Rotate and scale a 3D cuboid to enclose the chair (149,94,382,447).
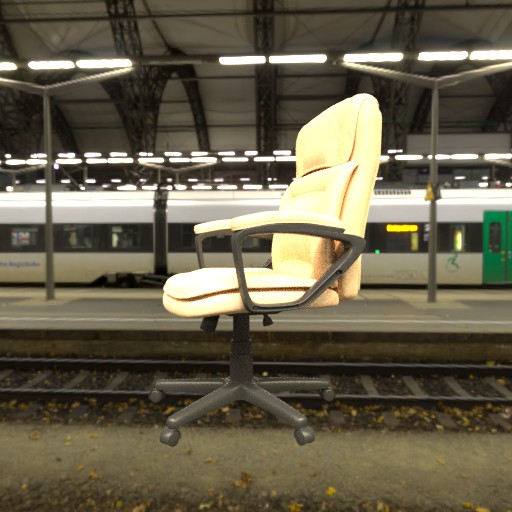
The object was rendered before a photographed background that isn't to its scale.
[{"bbox_3d":[0.000,0.000,1.579,0.724,1.105,0.667,-1,2,-18],"label":"chair"}]
